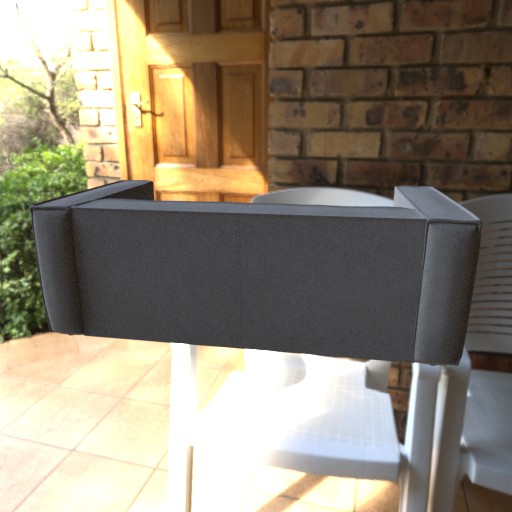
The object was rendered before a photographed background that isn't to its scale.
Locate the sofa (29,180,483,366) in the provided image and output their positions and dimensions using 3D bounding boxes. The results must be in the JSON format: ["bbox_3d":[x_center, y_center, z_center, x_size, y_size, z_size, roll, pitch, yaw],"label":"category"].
[{"bbox_3d":[0.000,0.000,2.419,1.995,0.680,1.038,3,17,9],"label":"sofa"}]
